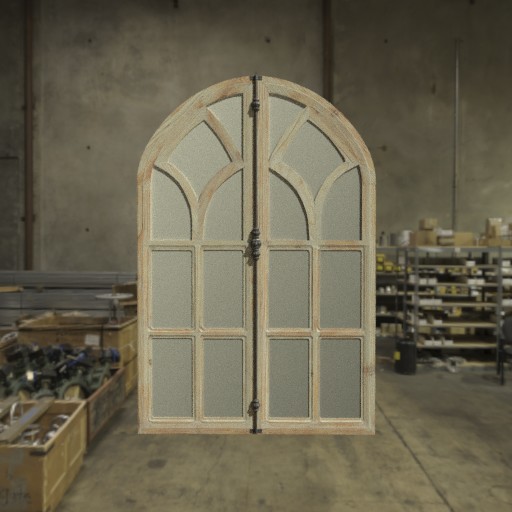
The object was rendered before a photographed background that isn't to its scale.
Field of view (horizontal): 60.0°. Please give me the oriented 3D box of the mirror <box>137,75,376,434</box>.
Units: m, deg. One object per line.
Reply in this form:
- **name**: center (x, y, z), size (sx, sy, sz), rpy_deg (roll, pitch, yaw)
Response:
- **mirror**: center (0.000, 0.000, 1.131), size (0.609, 0.915, 0.032), rpy_deg (0, 1, 1)
